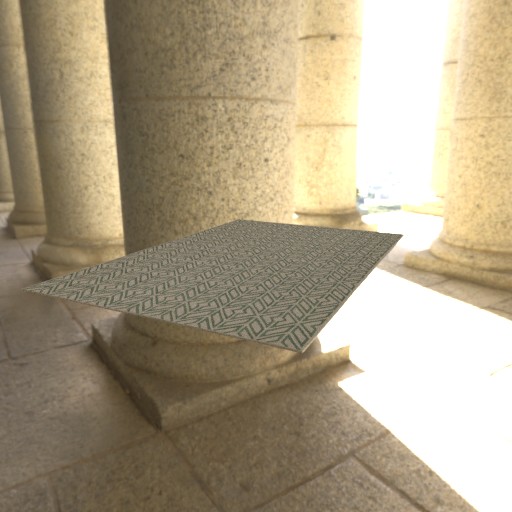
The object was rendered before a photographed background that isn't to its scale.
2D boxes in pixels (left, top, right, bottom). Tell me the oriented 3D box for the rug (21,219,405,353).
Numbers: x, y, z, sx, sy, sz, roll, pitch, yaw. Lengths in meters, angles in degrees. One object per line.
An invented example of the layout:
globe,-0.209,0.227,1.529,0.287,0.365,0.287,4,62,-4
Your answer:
rug,0.000,0.000,2.323,1.220,0.007,1.828,7,16,26
